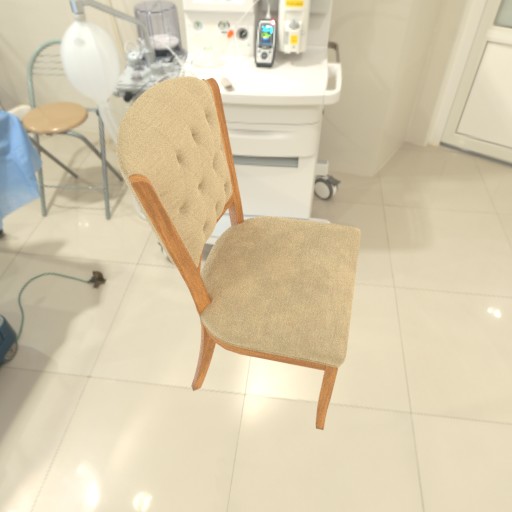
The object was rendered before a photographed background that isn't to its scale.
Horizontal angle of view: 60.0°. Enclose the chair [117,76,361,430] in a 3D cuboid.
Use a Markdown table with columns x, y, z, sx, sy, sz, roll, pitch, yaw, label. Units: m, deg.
| x | y | z | sx | sy | sz | roll | pitch | yaw | label |
| --- | --- | --- | --- | --- | --- | --- | --- | --- | --- |
| 0.000 | 0.000 | 1.286 | 0.584 | 0.905 | 0.513 | 10 | 46 | 10 | chair |
